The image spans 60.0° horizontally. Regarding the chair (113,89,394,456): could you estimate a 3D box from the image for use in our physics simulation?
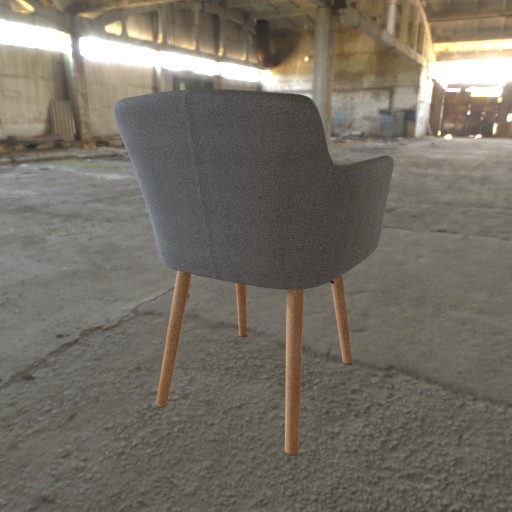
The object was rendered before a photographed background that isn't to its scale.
[{"bbox_3d":[0.000,0.000,1.140,0.570,0.780,0.540,9,19,27],"label":"chair"}]
